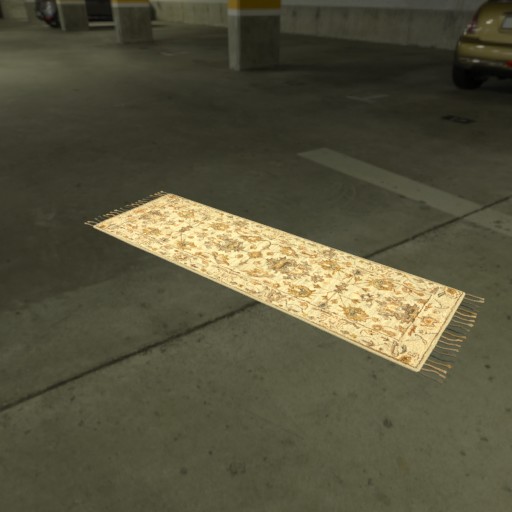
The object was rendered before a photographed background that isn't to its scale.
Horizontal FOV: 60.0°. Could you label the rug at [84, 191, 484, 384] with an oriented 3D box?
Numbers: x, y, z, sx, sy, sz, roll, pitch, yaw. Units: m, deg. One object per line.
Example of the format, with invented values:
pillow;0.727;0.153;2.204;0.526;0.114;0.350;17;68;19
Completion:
rug;0.000;0.000;2.669;2.438;0.021;0.729;21;37;31
